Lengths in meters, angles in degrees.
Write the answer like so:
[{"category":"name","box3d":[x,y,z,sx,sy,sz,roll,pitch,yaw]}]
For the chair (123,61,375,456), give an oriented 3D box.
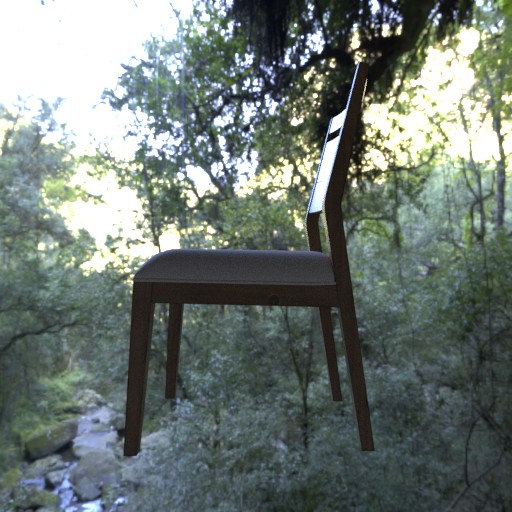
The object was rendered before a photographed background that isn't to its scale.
[{"category":"chair","box3d":[0.000,0.000,1.282,0.610,0.939,0.497,0,-2,0]}]
